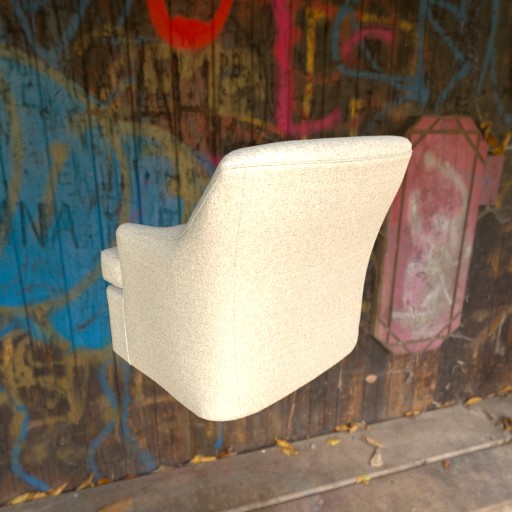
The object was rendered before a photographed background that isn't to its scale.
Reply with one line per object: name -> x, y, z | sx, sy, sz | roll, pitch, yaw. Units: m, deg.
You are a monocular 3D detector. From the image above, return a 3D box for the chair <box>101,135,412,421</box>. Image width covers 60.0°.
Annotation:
chair -> 0.000, 0.000, 1.607 | 0.923, 0.856, 0.864 | 16, 23, 42
